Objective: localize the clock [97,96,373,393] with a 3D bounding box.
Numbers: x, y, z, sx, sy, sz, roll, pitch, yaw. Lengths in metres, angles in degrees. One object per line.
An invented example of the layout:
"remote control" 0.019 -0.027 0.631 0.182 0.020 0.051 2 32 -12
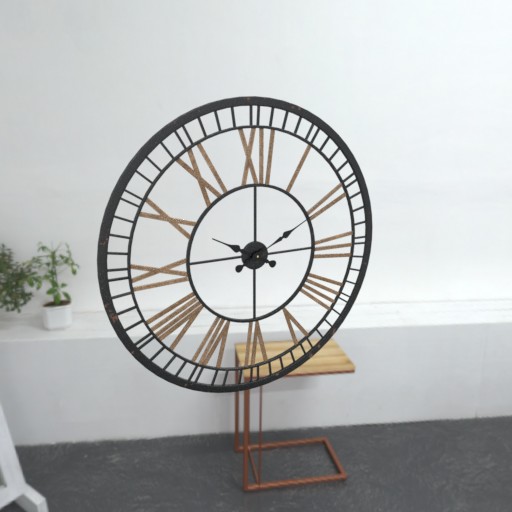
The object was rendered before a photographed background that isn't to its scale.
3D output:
"clock" 0.000 0.000 1.240 0.843 0.843 0.025 -8 18 -26
